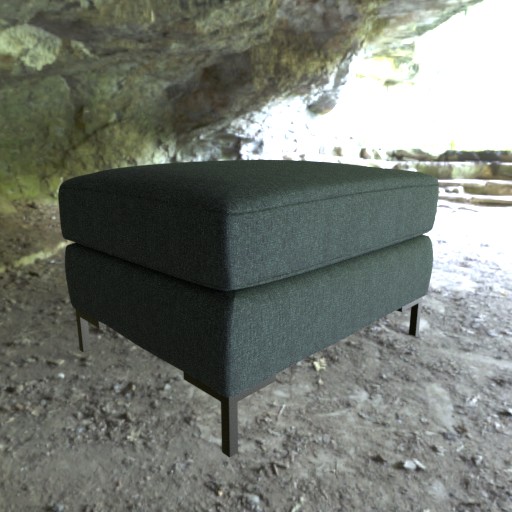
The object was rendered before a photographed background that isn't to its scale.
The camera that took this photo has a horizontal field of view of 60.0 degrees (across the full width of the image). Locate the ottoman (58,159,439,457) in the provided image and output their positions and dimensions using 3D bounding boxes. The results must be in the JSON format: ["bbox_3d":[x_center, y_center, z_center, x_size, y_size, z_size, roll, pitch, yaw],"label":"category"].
[{"bbox_3d":[0.000,0.000,1.267,0.695,0.533,0.831,14,19,43],"label":"ottoman"}]
